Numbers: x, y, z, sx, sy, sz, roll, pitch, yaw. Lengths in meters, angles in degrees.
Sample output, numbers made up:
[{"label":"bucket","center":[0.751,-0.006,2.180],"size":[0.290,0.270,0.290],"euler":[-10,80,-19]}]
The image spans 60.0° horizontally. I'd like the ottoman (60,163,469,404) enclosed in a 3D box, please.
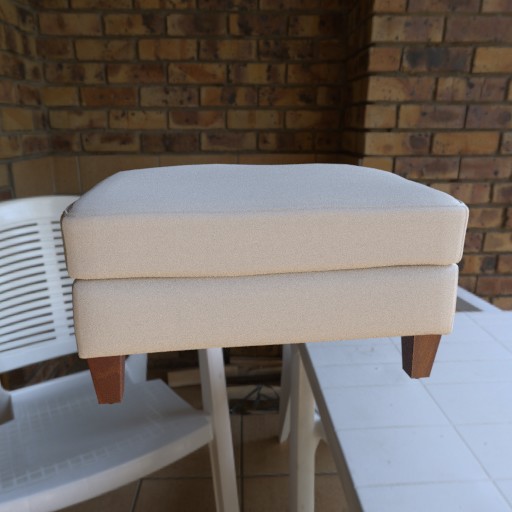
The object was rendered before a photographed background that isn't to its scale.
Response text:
[{"label":"ottoman","center":[0.000,0.000,1.187],"size":[0.818,0.479,0.634],"euler":[-2,16,-8]}]
